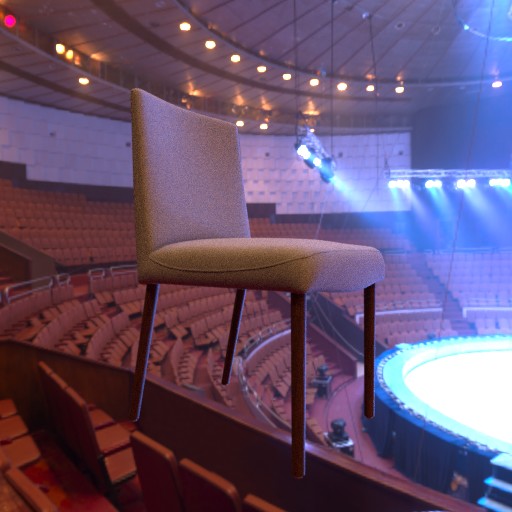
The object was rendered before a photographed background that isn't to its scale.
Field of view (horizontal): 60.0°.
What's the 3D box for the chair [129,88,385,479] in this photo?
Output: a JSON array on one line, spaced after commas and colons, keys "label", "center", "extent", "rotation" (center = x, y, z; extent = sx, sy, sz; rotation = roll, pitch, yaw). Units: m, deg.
[{"label": "chair", "center": [0.000, 0.000, 1.154], "extent": [0.570, 0.859, 0.456], "rotation": [1, 1, 35]}]
